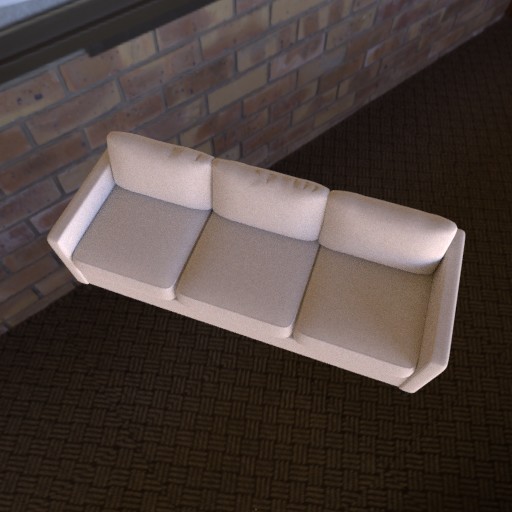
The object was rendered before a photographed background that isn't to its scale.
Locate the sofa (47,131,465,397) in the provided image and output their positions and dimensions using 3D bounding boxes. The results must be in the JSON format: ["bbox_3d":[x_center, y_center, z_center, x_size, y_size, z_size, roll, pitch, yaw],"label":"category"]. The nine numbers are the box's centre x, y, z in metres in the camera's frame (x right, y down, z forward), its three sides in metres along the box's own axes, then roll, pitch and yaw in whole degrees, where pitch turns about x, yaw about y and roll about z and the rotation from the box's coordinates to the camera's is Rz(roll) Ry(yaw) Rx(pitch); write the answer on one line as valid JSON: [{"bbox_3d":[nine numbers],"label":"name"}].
[{"bbox_3d":[0.000,0.000,2.668,2.218,0.874,0.859,17,62,9],"label":"sofa"}]
